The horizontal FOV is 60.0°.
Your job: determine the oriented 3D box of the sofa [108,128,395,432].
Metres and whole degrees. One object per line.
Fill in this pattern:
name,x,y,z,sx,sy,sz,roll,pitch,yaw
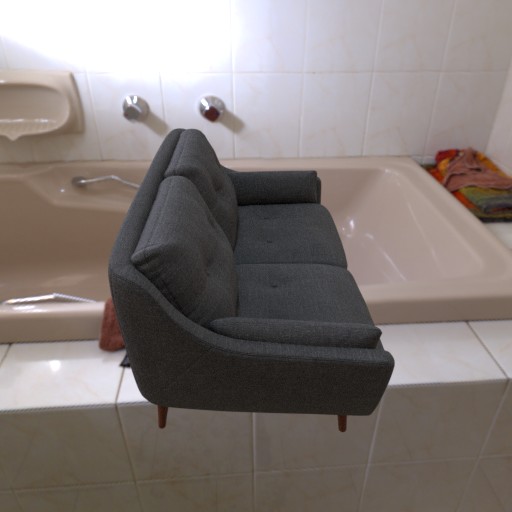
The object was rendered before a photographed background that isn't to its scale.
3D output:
sofa,0.000,0.000,2.164,0.976,0.887,1.646,-1,32,-1
